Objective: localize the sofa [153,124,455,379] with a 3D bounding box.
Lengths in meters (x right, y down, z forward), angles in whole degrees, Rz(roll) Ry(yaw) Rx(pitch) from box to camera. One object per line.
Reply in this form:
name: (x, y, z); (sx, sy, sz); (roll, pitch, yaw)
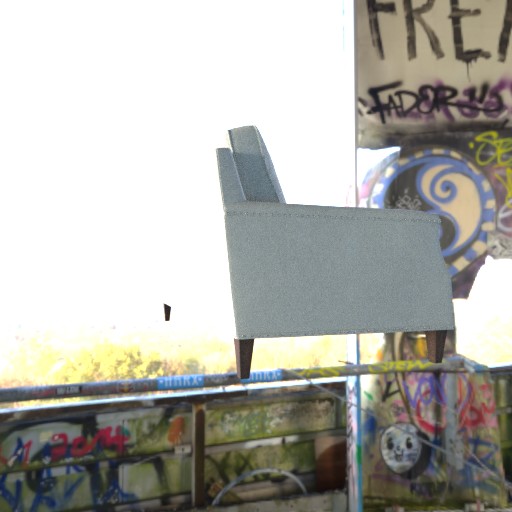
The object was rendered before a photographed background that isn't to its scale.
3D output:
sofa: (0.000, 0.000, 2.807); (1.084, 1.003, 2.246); (1, -2, -19)
